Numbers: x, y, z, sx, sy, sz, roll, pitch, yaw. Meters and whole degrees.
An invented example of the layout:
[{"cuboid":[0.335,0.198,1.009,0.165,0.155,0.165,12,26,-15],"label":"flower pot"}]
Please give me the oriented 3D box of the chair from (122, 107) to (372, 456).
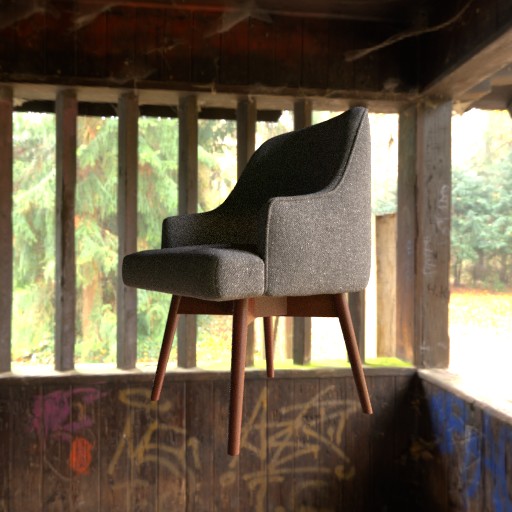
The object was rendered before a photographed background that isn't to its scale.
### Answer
[{"cuboid":[0.000,0.000,1.290,0.629,0.875,0.608,0,0,-35],"label":"chair"}]
